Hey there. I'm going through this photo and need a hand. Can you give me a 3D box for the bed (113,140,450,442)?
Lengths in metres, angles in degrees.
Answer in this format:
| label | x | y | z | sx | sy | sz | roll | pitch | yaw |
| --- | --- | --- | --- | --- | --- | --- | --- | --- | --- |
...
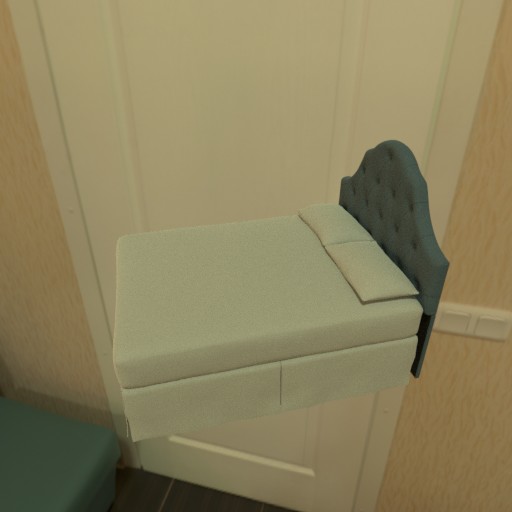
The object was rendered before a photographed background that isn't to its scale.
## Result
| label | x | y | z | sx | sy | sz | roll | pitch | yaw |
| --- | --- | --- | --- | --- | --- | --- | --- | --- | --- |
| bed | 0.000 | 0.000 | 3.334 | 2.155 | 1.575 | 1.636 | -8 | 32 | -12 |
